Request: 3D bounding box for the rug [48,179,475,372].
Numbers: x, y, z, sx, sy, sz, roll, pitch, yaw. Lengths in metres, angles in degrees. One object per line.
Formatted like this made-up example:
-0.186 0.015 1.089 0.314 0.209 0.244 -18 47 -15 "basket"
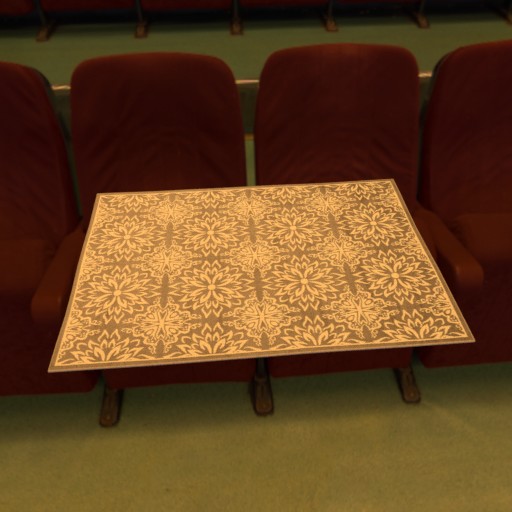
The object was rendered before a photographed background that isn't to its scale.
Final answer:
0.000 0.000 2.330 1.847 0.012 1.224 -3 45 -3 "rug"
